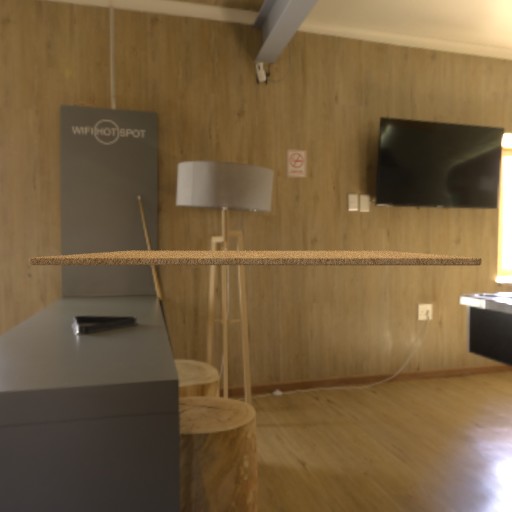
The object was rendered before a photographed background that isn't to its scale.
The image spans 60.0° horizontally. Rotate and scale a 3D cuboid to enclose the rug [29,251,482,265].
[{"bbox_3d":[0.000,0.000,2.137,1.600,0.025,1.199,0,2,1],"label":"rug"}]
